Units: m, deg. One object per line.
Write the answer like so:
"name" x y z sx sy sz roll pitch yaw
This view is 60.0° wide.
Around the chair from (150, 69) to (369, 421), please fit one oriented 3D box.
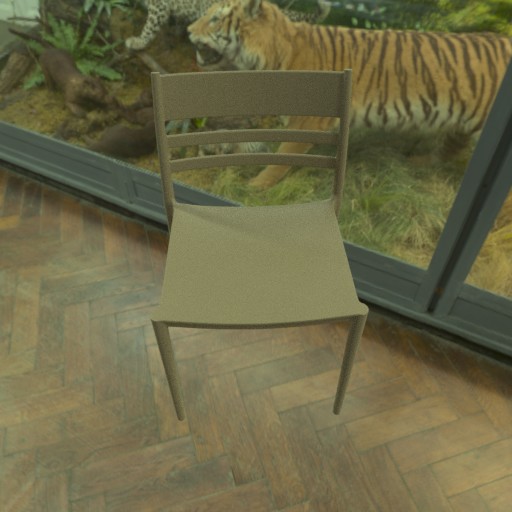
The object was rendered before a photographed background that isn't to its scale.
"chair" 0.000 0.000 1.163 0.531 0.800 0.511 -2 45 -2
